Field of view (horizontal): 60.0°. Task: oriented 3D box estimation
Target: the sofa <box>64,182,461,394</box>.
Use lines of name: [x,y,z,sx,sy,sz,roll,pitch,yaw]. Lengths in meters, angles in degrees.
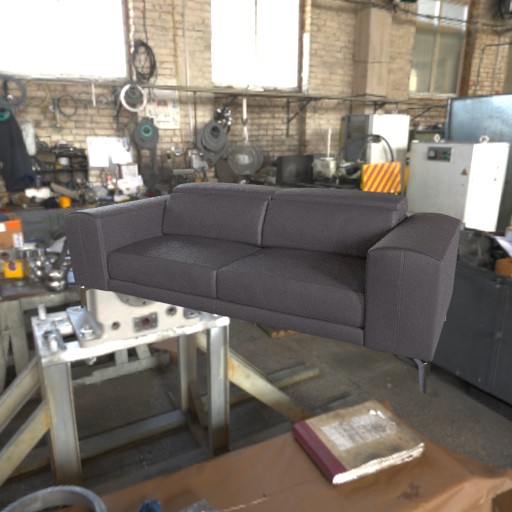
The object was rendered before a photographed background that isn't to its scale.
sofa: [0.000,0.000,2.855,2.330,0.814,1.048,8,17,27]
